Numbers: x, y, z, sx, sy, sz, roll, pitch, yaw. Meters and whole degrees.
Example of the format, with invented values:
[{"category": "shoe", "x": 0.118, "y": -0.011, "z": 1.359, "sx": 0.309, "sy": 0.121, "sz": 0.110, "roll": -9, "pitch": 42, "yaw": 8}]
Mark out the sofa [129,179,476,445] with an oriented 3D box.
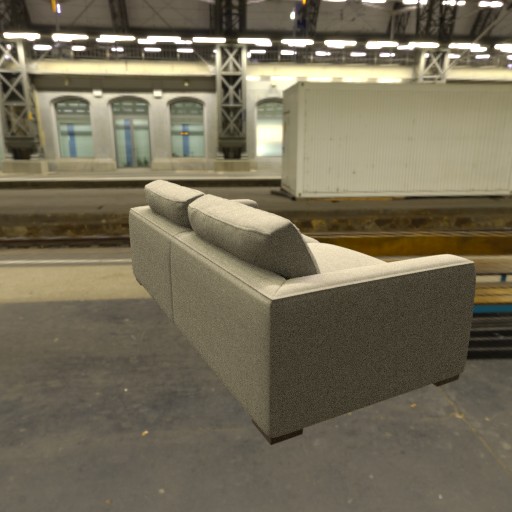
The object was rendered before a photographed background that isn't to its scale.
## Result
[{"category": "sofa", "x": 0.000, "y": 0.000, "z": 2.682, "sx": 1.070, "sy": 0.801, "sz": 2.262, "roll": -8, "pitch": 17, "yaw": -26}]
